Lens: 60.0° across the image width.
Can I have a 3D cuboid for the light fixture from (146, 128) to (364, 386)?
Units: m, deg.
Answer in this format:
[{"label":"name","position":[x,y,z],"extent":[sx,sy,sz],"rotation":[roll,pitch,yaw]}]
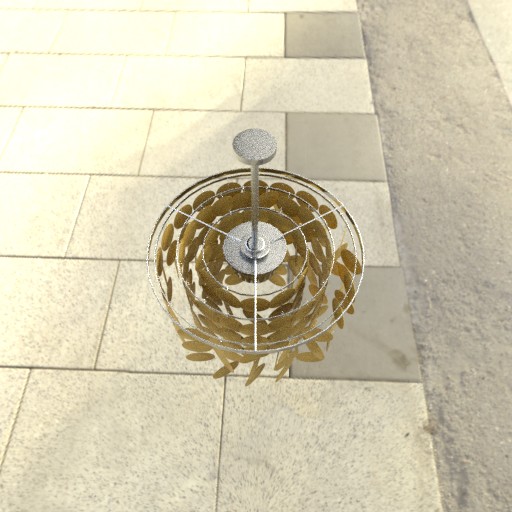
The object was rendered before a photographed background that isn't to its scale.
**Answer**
[{"label":"light fixture","position":[0.000,0.000,0.739],"extent":[0.368,0.492,0.368],"rotation":[0,58,0]}]
